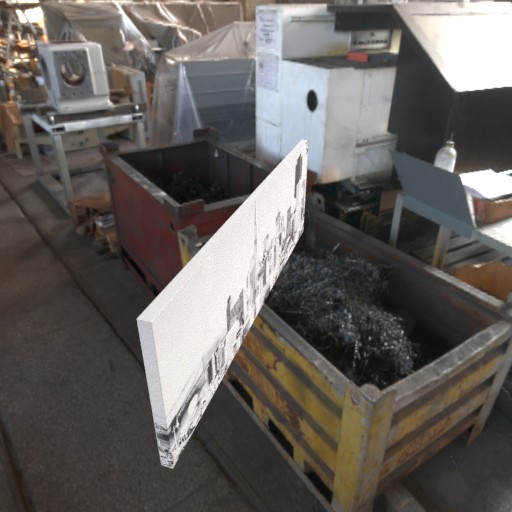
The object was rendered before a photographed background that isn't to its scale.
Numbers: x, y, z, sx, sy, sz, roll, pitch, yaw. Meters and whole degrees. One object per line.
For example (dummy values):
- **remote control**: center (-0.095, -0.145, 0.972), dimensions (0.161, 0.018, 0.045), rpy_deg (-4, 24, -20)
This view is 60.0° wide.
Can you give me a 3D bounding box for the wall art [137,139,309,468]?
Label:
- **wall art**: center (0.000, 0.000, 1.715), dimensions (0.039, 0.507, 1.520), rpy_deg (10, 31, 16)
